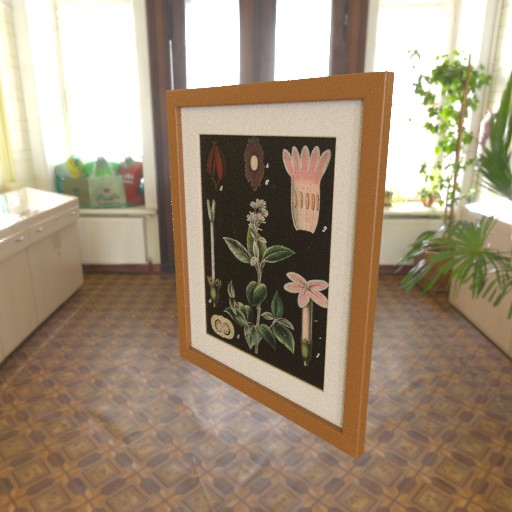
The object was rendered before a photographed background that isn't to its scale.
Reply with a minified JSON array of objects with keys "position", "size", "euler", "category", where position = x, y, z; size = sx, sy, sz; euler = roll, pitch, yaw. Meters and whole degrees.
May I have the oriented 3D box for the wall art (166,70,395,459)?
[{"position":[0.000,0.000,0.519],"size":[0.310,0.379,0.015],"euler":[16,22,42],"category":"wall art"}]
